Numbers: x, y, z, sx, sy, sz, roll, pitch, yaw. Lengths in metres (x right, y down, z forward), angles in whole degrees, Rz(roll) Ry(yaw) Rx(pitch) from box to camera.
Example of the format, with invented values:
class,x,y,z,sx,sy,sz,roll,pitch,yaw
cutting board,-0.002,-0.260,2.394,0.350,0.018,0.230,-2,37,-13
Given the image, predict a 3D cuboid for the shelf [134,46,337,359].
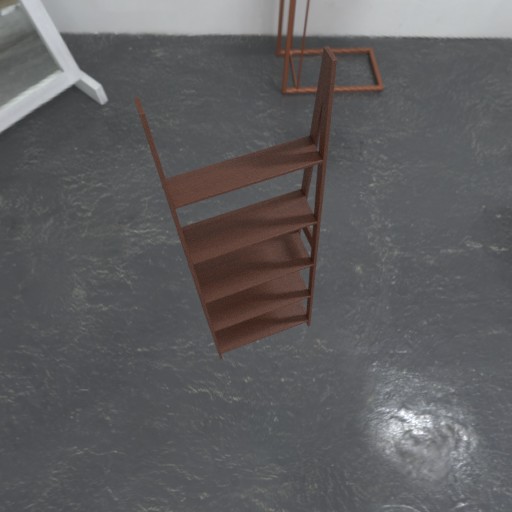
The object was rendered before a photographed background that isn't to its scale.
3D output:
class,x,y,z,sx,sy,sz,roll,pitch,yaw
shelf,0.000,0.000,2.002,0.600,1.770,0.350,-19,66,-9
